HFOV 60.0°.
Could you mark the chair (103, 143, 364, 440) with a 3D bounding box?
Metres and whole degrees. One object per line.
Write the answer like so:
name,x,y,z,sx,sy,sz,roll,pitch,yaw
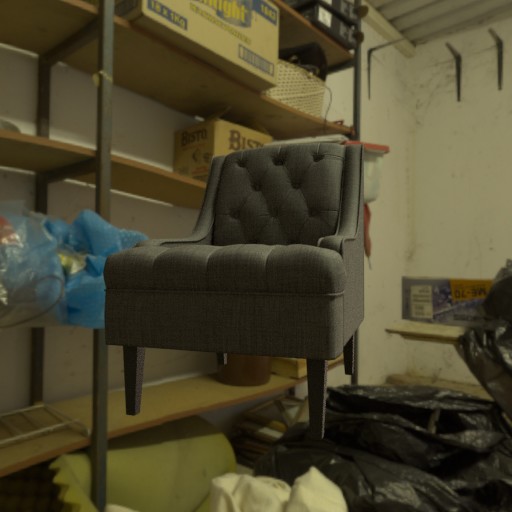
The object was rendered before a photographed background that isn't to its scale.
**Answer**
chair,0.000,0.000,1.451,0.655,0.891,0.771,0,-1,19
